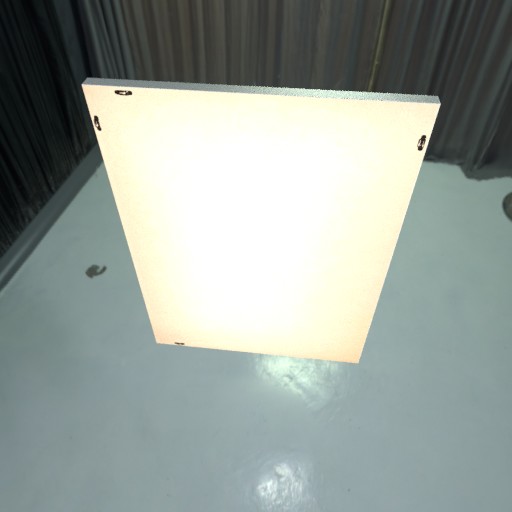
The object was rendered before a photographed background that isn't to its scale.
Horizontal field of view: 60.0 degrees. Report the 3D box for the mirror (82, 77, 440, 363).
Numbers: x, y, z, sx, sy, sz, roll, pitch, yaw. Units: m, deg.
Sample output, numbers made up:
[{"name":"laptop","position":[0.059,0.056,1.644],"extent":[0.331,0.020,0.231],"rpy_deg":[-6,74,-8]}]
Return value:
[{"name":"mirror","position":[0.000,0.000,1.311],"extent":[0.762,1.016,0.040],"rpy_deg":[5,46,5]}]
